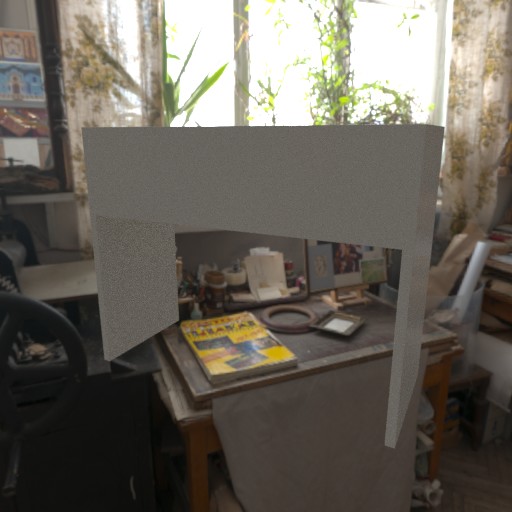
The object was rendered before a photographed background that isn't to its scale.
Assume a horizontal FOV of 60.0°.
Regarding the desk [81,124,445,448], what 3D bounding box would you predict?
[{"bbox_3d":[0.000,0.000,1.414,1.000,0.790,0.400,8,17,26],"label":"desk"}]
